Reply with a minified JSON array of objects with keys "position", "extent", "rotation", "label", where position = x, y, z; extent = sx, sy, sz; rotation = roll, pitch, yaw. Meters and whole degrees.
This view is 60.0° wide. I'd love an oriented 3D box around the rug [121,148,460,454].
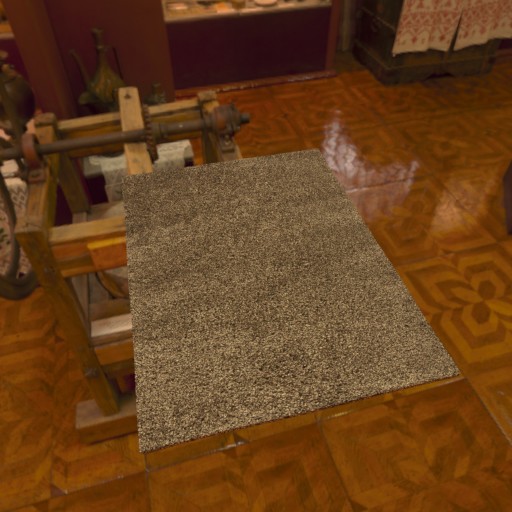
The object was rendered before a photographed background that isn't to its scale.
[{"position":[0.000,0.000,2.119],"extent":[1.198,0.025,1.601],"rotation":[-10,47,-10],"label":"rug"}]
